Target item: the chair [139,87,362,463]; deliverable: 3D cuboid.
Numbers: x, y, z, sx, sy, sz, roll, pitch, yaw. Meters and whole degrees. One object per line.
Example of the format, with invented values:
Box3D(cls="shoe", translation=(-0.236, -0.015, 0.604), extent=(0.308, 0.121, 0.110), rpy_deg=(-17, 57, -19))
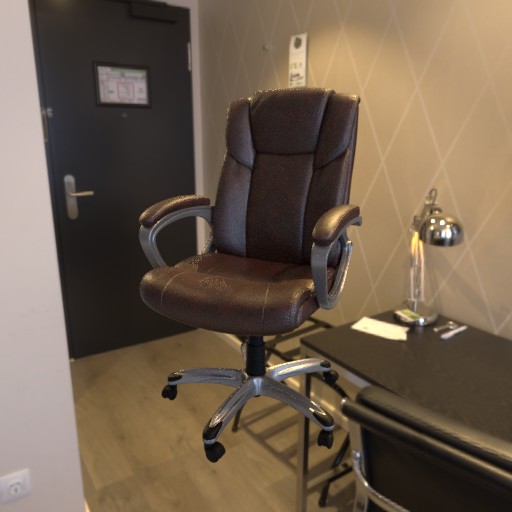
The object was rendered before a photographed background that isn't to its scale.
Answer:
Box3D(cls="chair", translation=(0.000, 0.000, 1.506), extent=(0.656, 1.128, 0.692), rpy_deg=(7, 16, 26))
